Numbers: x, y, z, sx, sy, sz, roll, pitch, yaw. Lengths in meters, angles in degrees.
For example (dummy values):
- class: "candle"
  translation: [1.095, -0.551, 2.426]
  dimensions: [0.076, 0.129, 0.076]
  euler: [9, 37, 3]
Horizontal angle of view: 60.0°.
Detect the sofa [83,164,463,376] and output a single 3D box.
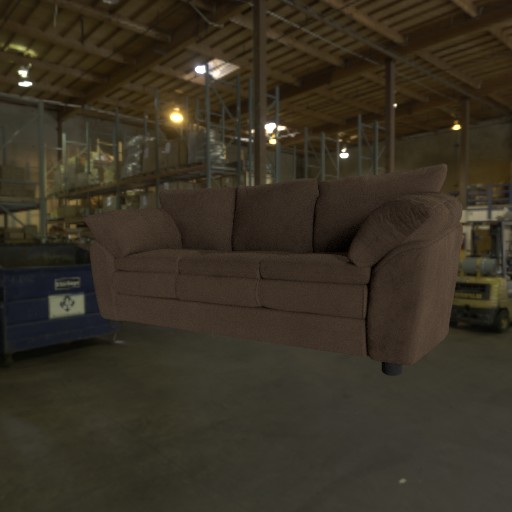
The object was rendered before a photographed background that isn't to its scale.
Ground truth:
- class: "sofa"
  translation: [0.000, 0.000, 2.790]
  dimensions: [2.336, 1.015, 0.878]
  euler: [1, 2, 34]
